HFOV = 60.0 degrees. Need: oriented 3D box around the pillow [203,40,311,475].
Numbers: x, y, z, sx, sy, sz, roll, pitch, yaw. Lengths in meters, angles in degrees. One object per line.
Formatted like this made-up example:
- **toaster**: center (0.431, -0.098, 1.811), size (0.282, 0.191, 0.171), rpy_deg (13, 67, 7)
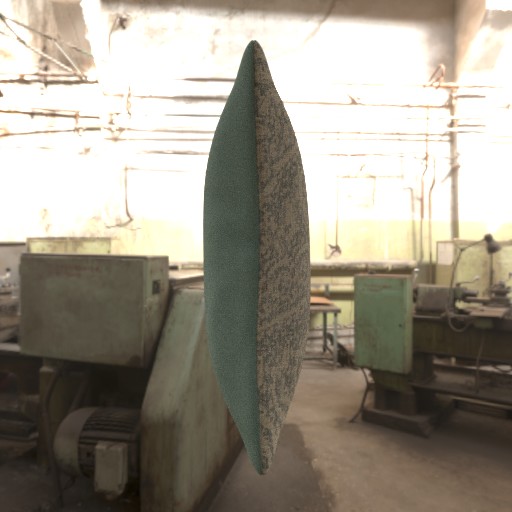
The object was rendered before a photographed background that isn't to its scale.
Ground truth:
- **pillow**: center (0.000, 0.000, 0.771), size (0.166, 0.507, 0.526), rpy_deg (0, 0, -1)
